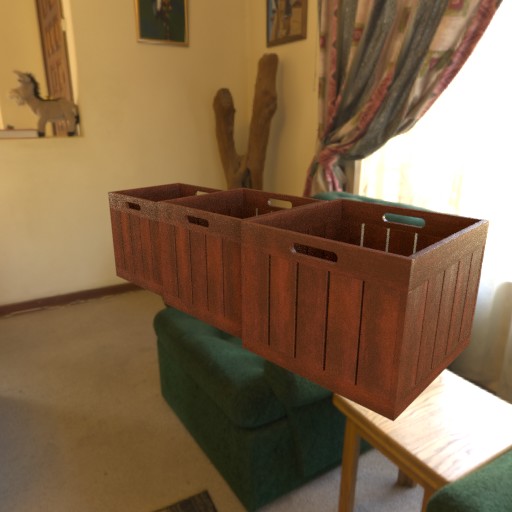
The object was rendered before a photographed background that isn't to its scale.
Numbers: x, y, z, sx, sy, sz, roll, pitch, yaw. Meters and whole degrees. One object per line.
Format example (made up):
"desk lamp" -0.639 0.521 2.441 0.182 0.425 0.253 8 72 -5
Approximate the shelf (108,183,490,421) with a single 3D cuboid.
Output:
"shelf" 0.000 0.000 1.247 1.064 0.311 0.393 16 24 41
